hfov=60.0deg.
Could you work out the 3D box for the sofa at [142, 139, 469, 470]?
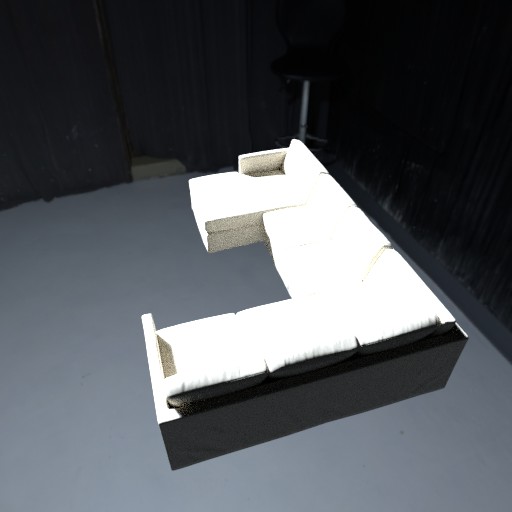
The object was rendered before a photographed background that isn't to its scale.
[{"bbox_3d":[0.000,0.000,4.585,2.448,0.882,3.464,-12,42,-14],"label":"sofa"}]
